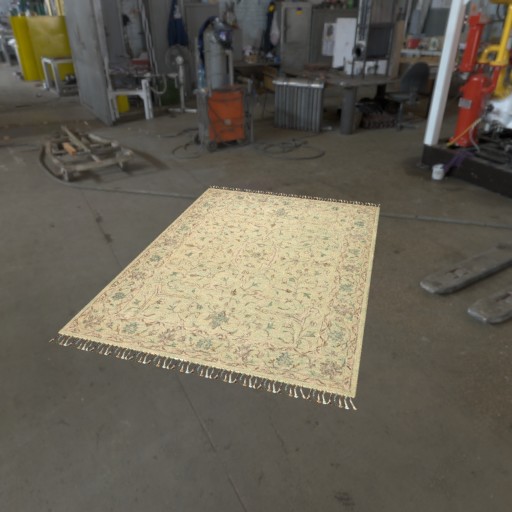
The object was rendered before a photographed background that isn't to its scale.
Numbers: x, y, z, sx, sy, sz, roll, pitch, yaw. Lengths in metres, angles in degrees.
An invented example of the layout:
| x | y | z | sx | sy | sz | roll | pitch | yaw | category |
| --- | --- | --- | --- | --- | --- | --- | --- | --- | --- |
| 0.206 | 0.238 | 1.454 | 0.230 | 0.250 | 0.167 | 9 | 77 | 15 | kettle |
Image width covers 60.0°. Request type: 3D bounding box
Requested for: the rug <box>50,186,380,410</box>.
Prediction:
| x | y | z | sx | sy | sz | roll | pitch | yaw | category |
| --- | --- | --- | --- | --- | --- | --- | --- | --- | --- |
| 0.000 | 0.000 | 2.393 | 1.247 | 0.008 | 1.802 | 8 | 31 | 14 | rug |
